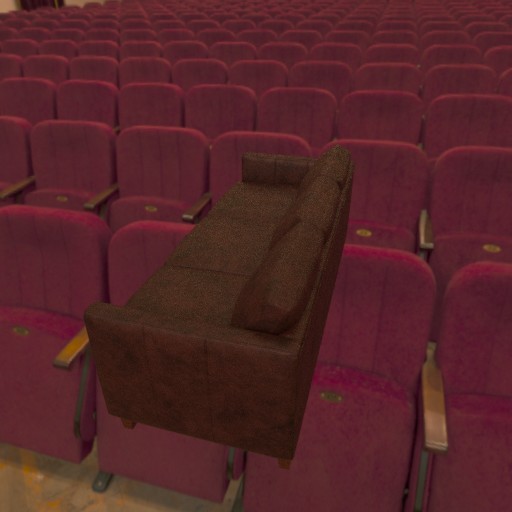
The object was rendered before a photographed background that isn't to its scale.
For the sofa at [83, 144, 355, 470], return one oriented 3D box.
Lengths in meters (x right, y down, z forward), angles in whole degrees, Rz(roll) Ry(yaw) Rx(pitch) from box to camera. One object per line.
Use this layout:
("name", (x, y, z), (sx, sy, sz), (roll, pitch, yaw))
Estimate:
("sofa", (0.000, 0.000, 3.001), (1.045, 1.006, 2.464), (8, 31, 14))
